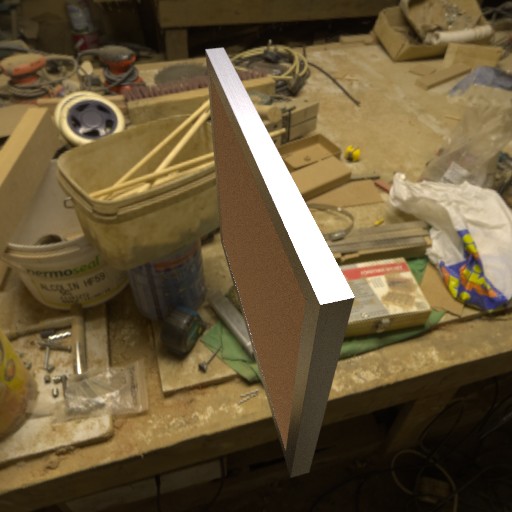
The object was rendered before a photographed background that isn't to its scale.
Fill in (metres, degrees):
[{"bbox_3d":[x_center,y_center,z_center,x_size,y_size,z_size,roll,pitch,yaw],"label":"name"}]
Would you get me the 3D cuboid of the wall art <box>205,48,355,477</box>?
[{"bbox_3d":[0.000,0.000,0.733,0.032,0.456,0.557,-11,47,-10],"label":"wall art"}]
